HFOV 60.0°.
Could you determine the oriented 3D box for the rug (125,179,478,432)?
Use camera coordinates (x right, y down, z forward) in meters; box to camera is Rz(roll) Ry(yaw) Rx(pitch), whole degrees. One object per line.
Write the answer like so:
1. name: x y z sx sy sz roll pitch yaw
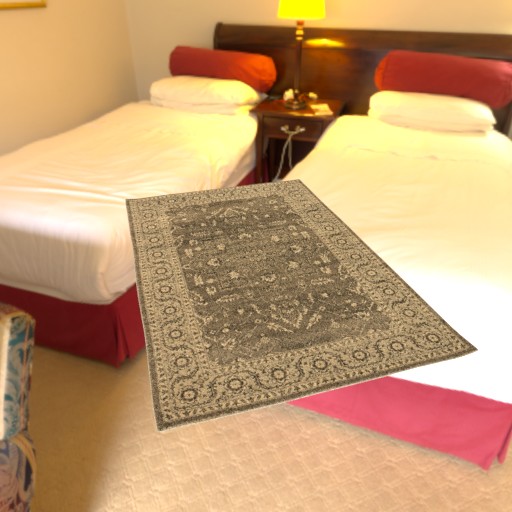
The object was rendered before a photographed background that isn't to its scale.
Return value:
1. rug: 0.000 0.000 2.269 1.209 0.019 1.828 -9 33 -15
